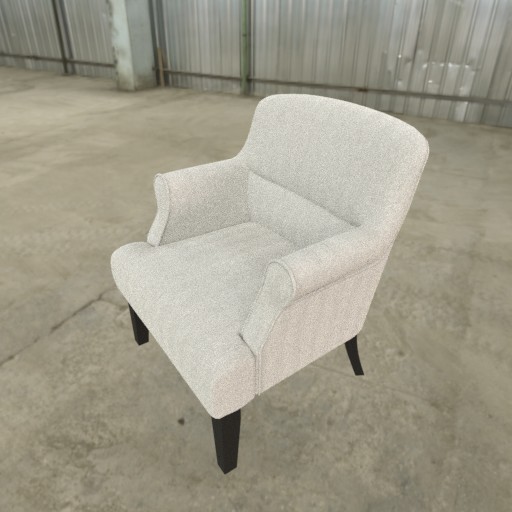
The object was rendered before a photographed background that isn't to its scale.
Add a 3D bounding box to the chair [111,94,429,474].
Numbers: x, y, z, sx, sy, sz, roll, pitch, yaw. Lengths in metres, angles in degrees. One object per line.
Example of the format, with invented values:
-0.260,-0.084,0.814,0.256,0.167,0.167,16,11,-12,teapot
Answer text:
0.000,0.000,1.430,0.750,0.875,0.781,-20,36,-29,chair
